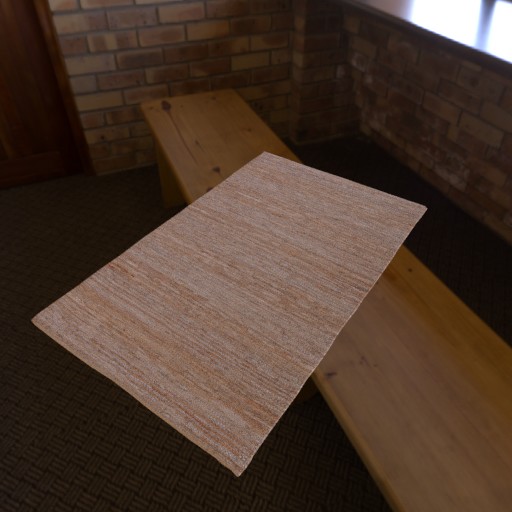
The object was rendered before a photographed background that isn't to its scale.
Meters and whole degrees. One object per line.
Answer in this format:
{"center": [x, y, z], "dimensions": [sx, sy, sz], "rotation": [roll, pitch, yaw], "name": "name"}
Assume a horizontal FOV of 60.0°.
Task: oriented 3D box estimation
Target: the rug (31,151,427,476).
{"center": [0.000, 0.000, 2.995], "dimensions": [1.529, 0.009, 2.446], "rotation": [25, 48, 25], "name": "rug"}
